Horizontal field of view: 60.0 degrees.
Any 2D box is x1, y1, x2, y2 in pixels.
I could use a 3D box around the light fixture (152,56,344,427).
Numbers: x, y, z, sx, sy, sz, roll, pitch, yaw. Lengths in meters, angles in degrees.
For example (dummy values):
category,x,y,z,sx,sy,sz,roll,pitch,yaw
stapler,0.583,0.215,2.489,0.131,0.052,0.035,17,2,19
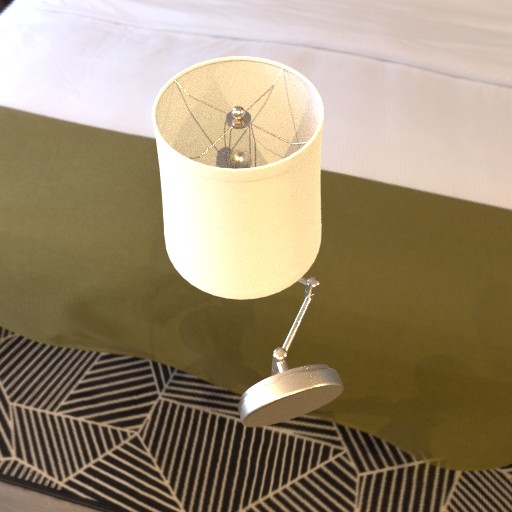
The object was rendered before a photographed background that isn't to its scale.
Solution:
category,x,y,z,sx,sy,sz,roll,pitch,yaw
light fixture,0.000,0.000,0.584,0.223,0.381,0.348,-15,59,-9
